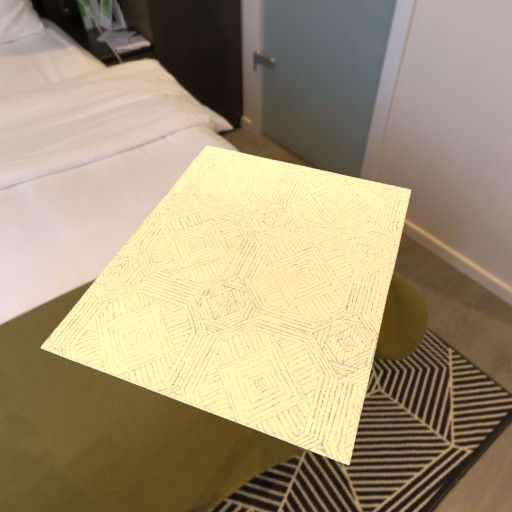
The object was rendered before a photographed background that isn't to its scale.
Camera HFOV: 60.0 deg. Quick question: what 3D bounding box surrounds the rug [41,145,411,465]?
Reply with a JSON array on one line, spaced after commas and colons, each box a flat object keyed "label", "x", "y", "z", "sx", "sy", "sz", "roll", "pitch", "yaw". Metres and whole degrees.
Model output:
[{"label": "rug", "x": 0.000, "y": 0.000, "z": 4.143, "sx": 2.457, "sy": 0.015, "sz": 3.049, "roll": 15, "pitch": 49, "yaw": 14}]
